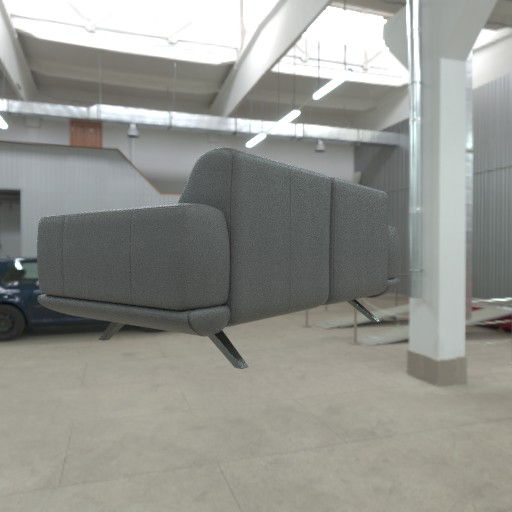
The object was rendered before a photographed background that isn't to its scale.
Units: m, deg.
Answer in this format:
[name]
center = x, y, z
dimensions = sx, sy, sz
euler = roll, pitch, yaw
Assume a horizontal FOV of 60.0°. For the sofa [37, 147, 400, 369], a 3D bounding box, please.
[sofa]
center = 0.000, 0.000, 2.319
dimensions = 0.900, 0.772, 1.901
euler = 1, 1, 37
